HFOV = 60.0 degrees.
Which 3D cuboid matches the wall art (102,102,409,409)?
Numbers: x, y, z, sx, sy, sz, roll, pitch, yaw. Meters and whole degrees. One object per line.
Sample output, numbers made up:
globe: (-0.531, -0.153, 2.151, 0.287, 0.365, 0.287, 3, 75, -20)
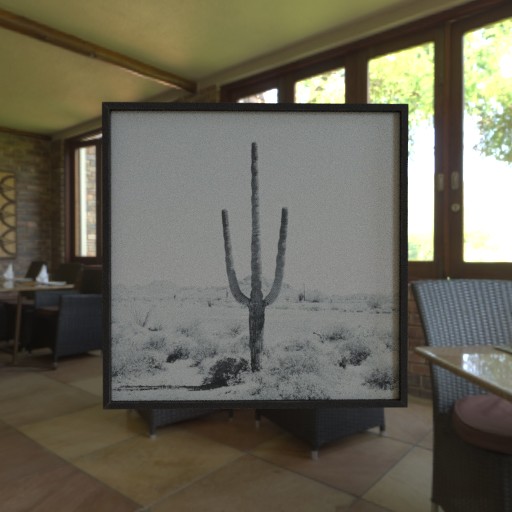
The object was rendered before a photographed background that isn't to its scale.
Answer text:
wall art: (0.000, 0.000, 0.755, 0.508, 0.508, 0.038, 0, 1, -1)
